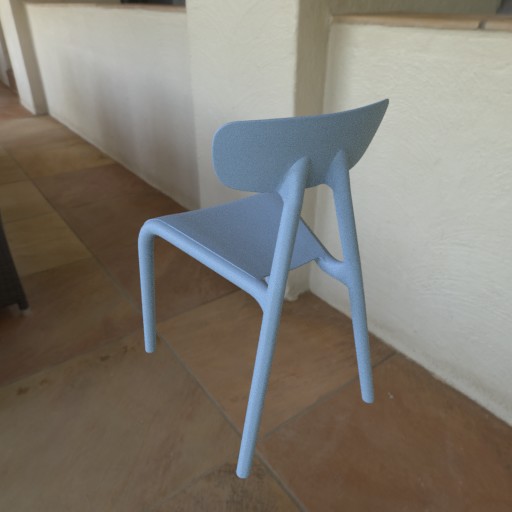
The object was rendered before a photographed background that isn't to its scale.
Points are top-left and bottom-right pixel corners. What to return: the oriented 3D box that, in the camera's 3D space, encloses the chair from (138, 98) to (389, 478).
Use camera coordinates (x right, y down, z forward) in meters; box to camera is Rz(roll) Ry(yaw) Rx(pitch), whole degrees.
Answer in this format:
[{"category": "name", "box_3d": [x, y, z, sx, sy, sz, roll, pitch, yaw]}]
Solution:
[{"category": "chair", "box_3d": [0.000, 0.000, 0.818, 0.356, 0.580, 0.401, -18, 35, -28]}]
